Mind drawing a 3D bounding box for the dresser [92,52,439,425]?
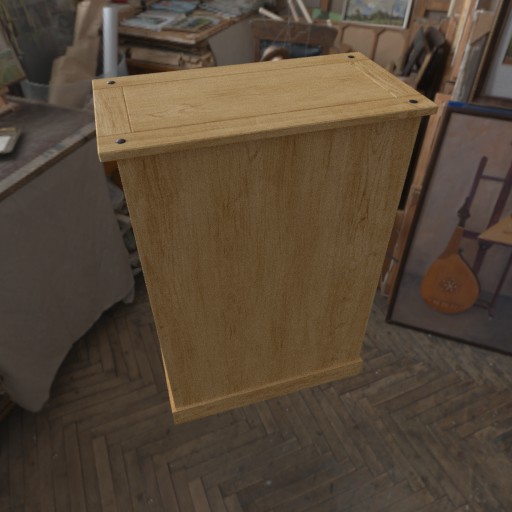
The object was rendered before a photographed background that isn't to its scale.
[{"bbox_3d":[0.000,0.000,1.732,0.915,1.300,0.485,-12,43,-13],"label":"dresser"}]
